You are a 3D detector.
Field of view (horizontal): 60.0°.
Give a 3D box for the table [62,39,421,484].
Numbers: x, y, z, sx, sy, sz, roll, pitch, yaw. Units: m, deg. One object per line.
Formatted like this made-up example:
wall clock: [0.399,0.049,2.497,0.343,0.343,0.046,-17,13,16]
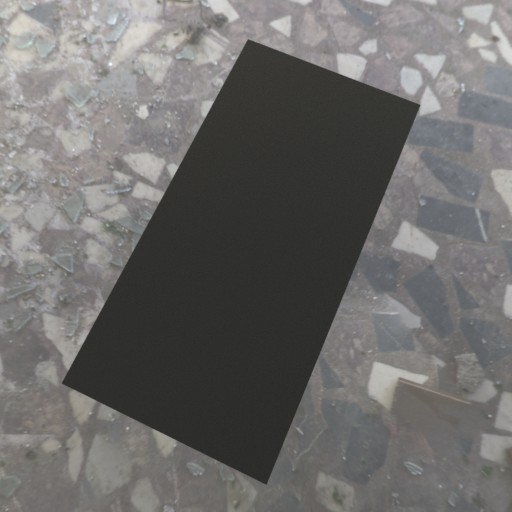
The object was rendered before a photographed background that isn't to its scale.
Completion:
table: [0.000,0.000,1.351,0.523,0.470,1.044,24,77,6]
